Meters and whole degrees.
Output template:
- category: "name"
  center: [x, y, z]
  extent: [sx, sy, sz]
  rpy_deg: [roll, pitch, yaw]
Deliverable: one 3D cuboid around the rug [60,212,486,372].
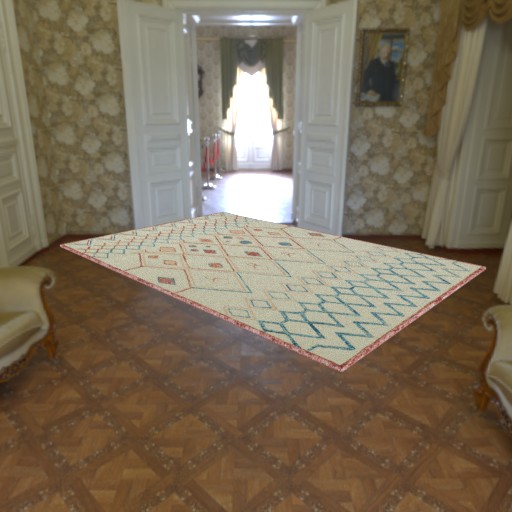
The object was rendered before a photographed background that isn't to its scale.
- category: "rug"
  center: [0.000, 0.000, 2.262]
  extent: [1.829, 0.016, 1.219]
  rpy_deg: [16, 24, 41]
